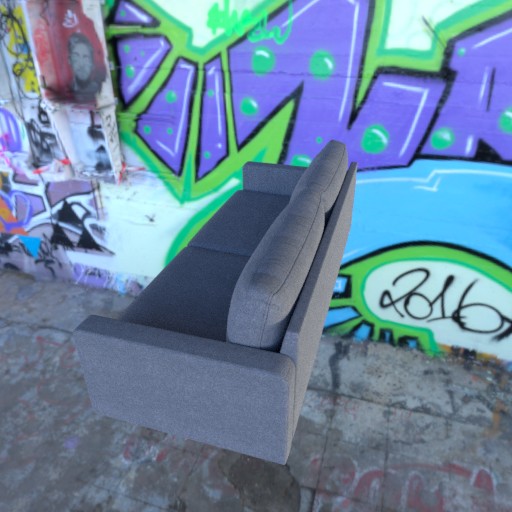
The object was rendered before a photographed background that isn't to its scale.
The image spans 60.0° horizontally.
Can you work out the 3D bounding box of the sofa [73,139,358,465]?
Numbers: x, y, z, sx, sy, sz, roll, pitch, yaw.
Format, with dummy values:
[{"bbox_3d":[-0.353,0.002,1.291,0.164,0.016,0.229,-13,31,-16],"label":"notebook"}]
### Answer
[{"bbox_3d":[0.000,0.000,2.507,0.880,0.880,2.100,9,31,15],"label":"sofa"}]
